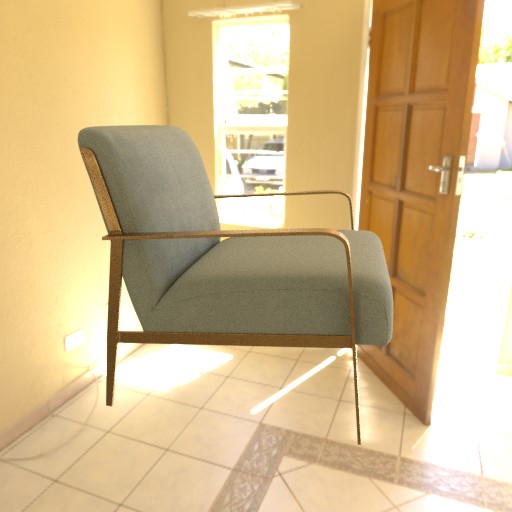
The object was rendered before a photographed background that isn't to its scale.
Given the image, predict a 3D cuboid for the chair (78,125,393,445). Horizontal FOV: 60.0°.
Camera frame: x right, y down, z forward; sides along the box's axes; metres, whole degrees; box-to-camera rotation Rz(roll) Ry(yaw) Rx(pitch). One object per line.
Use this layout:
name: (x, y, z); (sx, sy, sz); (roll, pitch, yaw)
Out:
chair: (0.000, 0.000, 1.456); (0.842, 0.824, 0.701); (4, 17, 12)
